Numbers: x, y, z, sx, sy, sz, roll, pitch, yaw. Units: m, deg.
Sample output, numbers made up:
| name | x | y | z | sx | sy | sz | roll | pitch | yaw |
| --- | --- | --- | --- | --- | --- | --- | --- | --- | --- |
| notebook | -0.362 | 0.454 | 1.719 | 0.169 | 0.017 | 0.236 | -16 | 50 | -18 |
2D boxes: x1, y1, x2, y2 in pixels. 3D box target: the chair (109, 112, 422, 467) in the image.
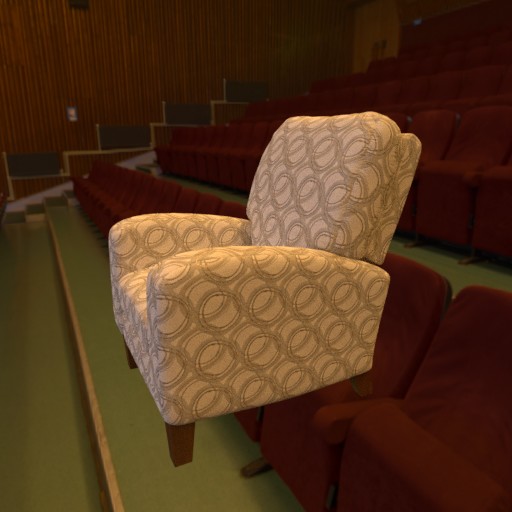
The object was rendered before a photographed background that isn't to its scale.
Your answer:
| name | x | y | z | sx | sy | sz | roll | pitch | yaw |
| --- | --- | --- | --- | --- | --- | --- | --- | --- | --- |
| chair | 0.000 | 0.000 | 1.727 | 0.995 | 1.065 | 0.796 | -8 | 18 | -26 |
